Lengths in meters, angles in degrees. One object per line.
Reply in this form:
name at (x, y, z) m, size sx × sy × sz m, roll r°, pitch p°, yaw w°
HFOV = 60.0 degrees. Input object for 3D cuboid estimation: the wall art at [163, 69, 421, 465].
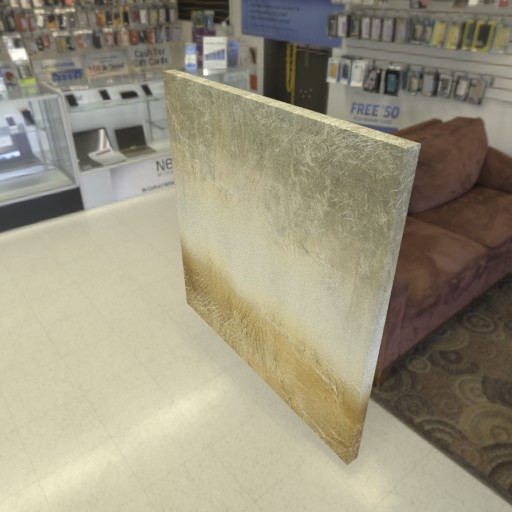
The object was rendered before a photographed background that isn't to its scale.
wall art at (0.000, 0.000, 1.578) m, size 0.051 × 1.091 × 1.092 m, roll -22°, pitch 38°, yaw -30°
